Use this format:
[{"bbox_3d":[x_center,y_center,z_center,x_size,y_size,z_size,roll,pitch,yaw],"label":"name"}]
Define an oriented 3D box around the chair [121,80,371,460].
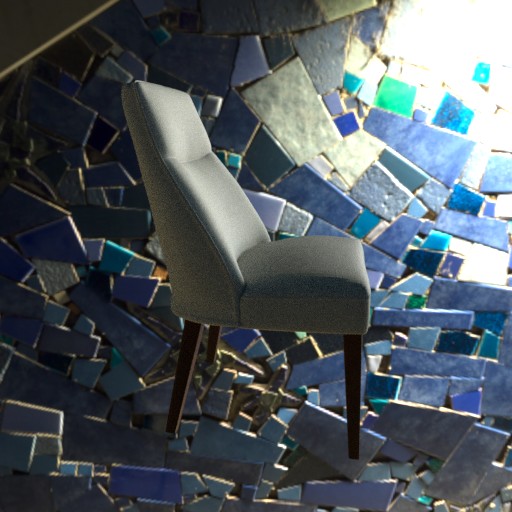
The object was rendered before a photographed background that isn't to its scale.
[{"bbox_3d":[0.000,0.000,1.272,0.620,0.930,0.500,3,16,10],"label":"chair"}]
